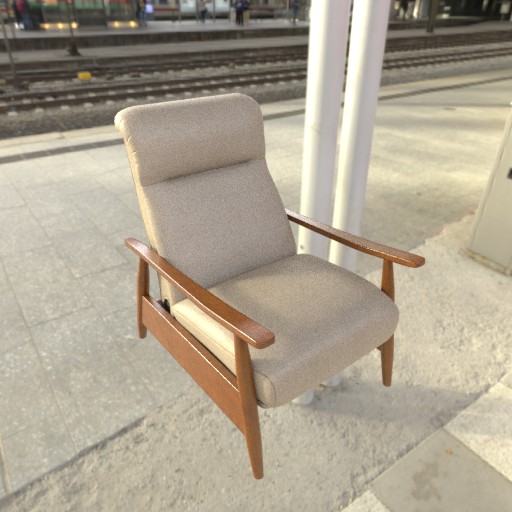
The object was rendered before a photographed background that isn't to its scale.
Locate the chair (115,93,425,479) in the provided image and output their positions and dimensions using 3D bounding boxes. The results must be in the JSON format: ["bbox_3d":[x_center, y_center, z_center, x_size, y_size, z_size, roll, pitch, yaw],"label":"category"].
[{"bbox_3d":[0.000,0.000,1.785,0.762,1.082,1.032,-21,36,-32],"label":"chair"}]
